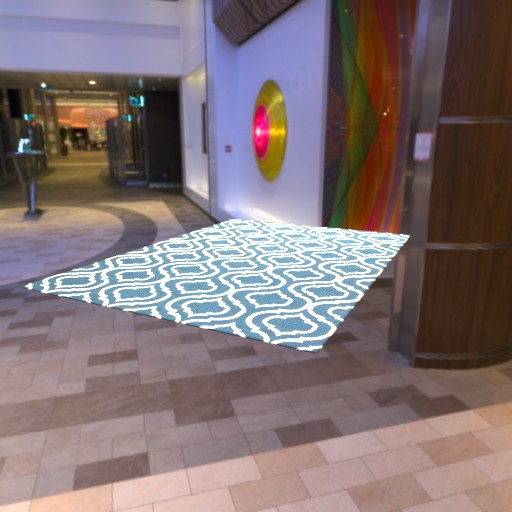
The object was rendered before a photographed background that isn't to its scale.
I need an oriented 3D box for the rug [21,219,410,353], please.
[{"bbox_3d":[0.000,0.000,4.377,2.438,0.010,3.353,7,17,26],"label":"rug"}]
